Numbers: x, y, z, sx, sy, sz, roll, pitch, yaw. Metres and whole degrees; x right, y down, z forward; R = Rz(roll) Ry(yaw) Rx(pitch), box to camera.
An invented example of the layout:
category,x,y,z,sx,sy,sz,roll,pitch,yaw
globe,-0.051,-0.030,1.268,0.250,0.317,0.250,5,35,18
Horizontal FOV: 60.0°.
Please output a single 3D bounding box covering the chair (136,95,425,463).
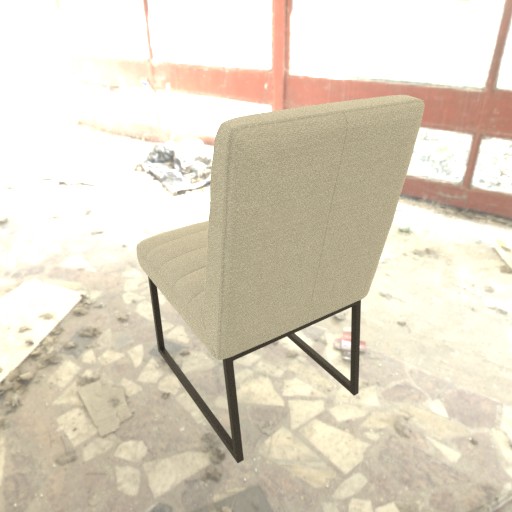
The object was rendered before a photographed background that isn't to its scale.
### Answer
category,x,y,z,sx,sy,sz,roll,pitch,yaw
chair,0.000,0.000,1.295,0.520,0.930,0.634,-18,34,-29
